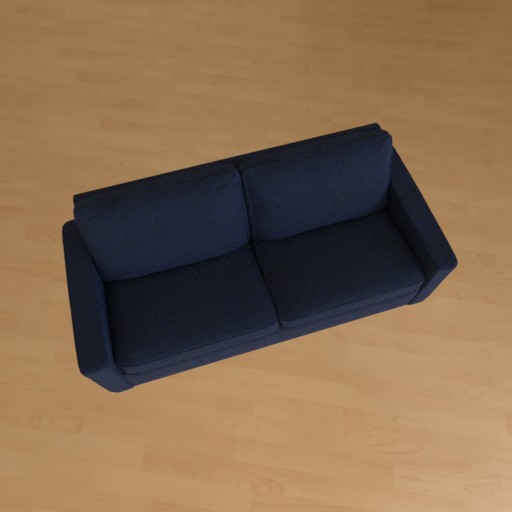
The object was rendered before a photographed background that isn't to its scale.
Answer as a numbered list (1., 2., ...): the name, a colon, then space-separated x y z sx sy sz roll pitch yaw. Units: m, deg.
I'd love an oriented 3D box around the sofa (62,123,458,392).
1. sofa: 0.000 0.000 2.596 2.080 0.919 0.940 -15 65 -7
